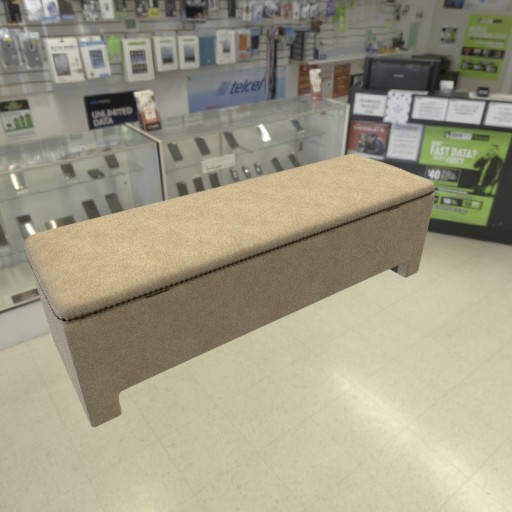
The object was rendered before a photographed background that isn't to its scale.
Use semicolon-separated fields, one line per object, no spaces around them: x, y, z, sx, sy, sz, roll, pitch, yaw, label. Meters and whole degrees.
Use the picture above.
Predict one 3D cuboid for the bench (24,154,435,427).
0.000;0.000;1.686;1.482;0.447;0.470;-20;36;-29;bench
